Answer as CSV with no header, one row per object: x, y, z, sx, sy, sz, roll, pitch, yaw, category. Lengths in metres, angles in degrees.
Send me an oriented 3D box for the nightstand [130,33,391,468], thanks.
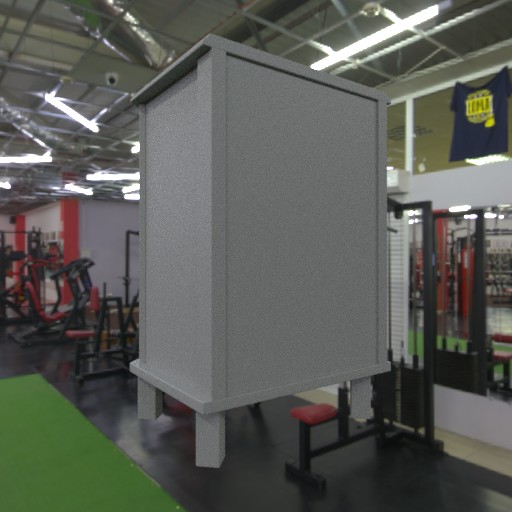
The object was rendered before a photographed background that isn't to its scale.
0.000,0.000,0.943,0.450,0.680,0.350,0,0,-36,nightstand
